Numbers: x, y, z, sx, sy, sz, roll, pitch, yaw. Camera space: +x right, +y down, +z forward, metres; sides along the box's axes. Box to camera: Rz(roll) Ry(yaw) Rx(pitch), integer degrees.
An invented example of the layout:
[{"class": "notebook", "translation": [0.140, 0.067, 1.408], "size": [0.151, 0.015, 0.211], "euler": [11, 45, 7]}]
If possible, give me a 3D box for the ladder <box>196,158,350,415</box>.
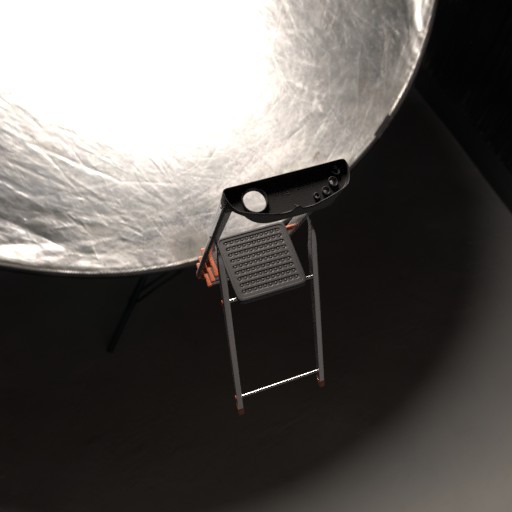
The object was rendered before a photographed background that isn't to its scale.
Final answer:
[{"class": "ladder", "translation": [0.000, 0.000, 1.783], "size": [0.452, 1.429, 0.834], "euler": [-16, 60, -10]}]
